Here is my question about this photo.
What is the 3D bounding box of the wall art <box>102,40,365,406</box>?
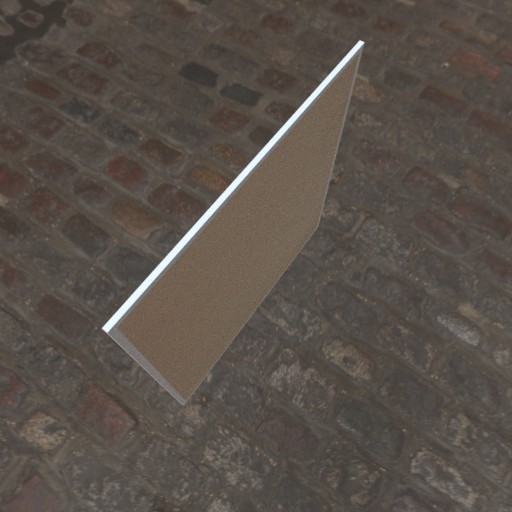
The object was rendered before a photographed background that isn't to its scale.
[{"bbox_3d":[0.000,0.000,0.674,0.007,0.456,0.456,33,68,15],"label":"wall art"}]
